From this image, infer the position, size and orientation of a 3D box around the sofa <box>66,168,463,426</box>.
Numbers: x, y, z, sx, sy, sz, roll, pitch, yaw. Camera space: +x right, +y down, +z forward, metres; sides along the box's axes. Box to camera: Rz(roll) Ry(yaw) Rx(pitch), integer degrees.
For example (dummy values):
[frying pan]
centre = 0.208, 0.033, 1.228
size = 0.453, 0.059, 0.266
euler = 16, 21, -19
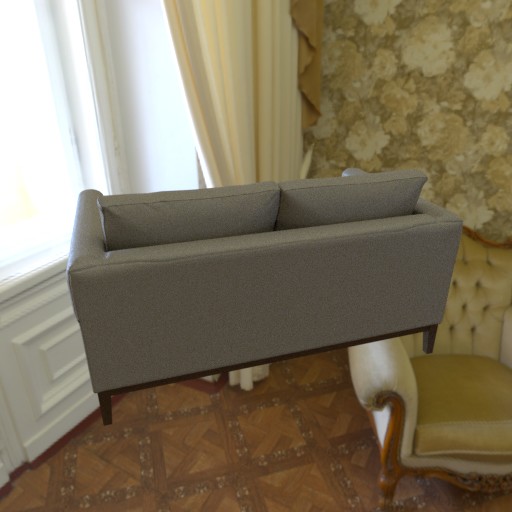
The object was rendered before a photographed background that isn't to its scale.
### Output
[sofa]
centre = 0.000, 0.000, 2.136
size = 1.598, 0.873, 0.899
euler = -8, 26, -16
